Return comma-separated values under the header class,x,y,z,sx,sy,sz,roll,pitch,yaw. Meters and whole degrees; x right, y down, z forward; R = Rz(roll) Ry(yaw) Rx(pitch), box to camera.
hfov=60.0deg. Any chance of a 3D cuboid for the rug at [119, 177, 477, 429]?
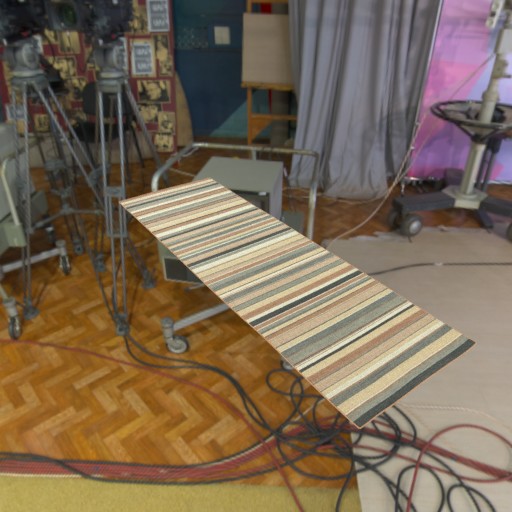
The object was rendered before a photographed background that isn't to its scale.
class,x,y,z,sx,sy,sz,roll,pitch,yaw
rug,0.000,0.000,2.709,0.799,0.010,2.444,-21,38,-30
